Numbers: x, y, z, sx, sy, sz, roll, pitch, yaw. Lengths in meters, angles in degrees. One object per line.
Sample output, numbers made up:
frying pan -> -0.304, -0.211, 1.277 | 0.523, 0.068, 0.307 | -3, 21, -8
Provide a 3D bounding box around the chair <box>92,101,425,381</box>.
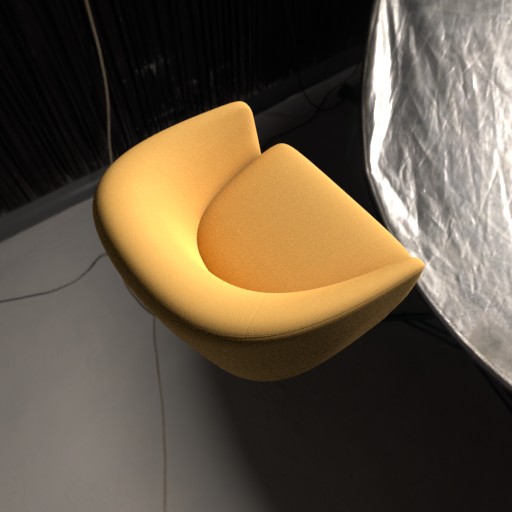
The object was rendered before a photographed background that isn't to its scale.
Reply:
chair -> 0.000, 0.000, 1.364 | 0.767, 0.698, 0.773 | -33, 64, -19
